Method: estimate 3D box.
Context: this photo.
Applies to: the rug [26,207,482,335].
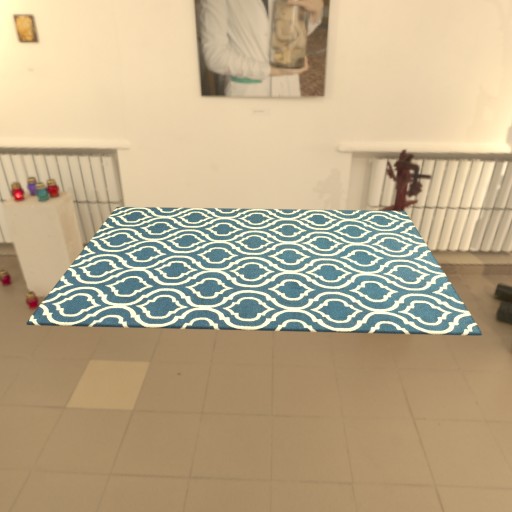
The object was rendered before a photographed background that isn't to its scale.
[{"bbox_3d":[0.000,0.000,2.193,1.753,0.010,1.143,1,30,2],"label":"rug"}]
